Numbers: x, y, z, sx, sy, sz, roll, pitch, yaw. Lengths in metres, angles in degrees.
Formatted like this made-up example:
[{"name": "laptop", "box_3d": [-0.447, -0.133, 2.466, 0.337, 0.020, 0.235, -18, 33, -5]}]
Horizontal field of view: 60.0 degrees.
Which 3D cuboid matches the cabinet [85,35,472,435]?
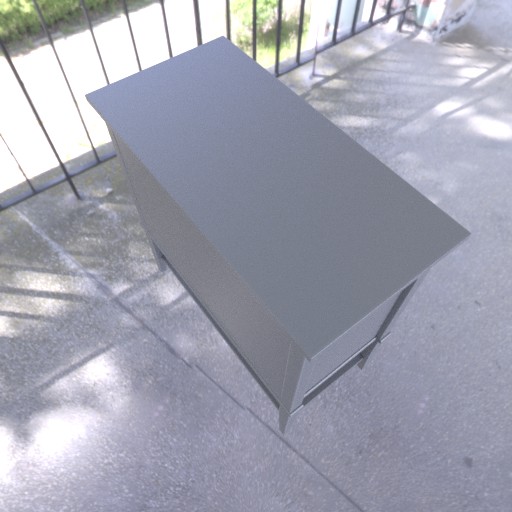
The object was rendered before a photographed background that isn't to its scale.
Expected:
[{"name": "cabinet", "box_3d": [0.000, 0.000, 1.256, 0.396, 0.780, 0.801, -33, 63, -19]}]
